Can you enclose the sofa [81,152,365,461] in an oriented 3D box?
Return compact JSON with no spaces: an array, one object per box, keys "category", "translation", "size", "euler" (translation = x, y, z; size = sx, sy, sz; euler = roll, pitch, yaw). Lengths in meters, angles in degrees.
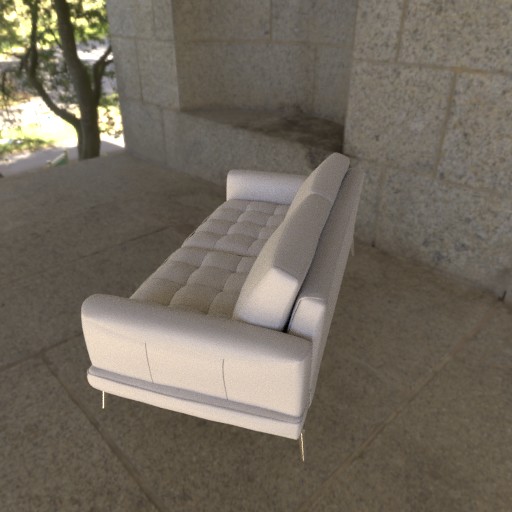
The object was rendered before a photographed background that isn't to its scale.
[{"category":"sofa","translation":[0.000,0.000,2.793],"size":[1.121,0.930,2.177],"euler":[9,30,15]}]
